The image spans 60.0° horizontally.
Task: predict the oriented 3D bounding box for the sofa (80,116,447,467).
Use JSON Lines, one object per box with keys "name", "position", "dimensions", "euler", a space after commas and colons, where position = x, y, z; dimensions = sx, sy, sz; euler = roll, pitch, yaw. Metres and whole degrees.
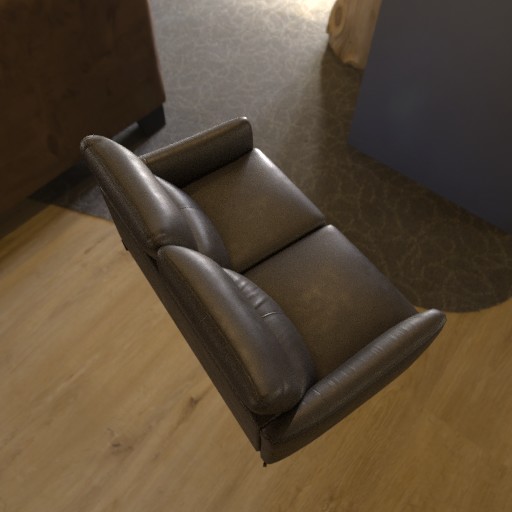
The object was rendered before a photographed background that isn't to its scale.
{"name": "sofa", "position": [0.000, 0.000, 2.119], "dimensions": [0.958, 0.920, 1.596], "euler": [-30, 62, -18]}
